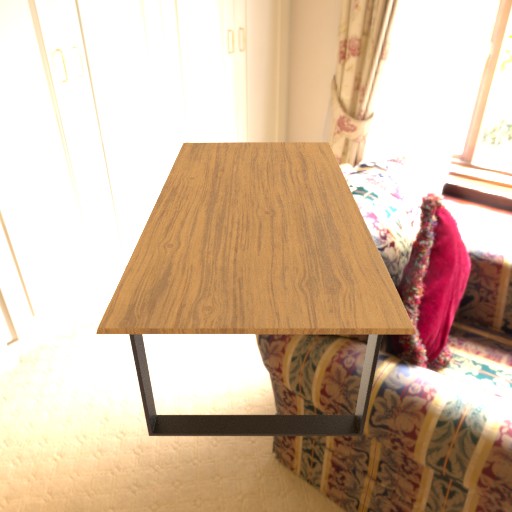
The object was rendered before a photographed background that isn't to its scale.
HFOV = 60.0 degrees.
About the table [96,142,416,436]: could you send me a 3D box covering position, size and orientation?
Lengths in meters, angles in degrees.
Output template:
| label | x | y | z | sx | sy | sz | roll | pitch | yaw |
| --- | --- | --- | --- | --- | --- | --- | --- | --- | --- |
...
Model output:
| label | x | y | z | sx | sy | sz | roll | pitch | yaw |
| --- | --- | --- | --- | --- | --- | --- | --- | --- | --- |
| table | 0.000 | 0.000 | 1.637 | 0.693 | 0.445 | 1.331 | 0 | 31 | 0 |
